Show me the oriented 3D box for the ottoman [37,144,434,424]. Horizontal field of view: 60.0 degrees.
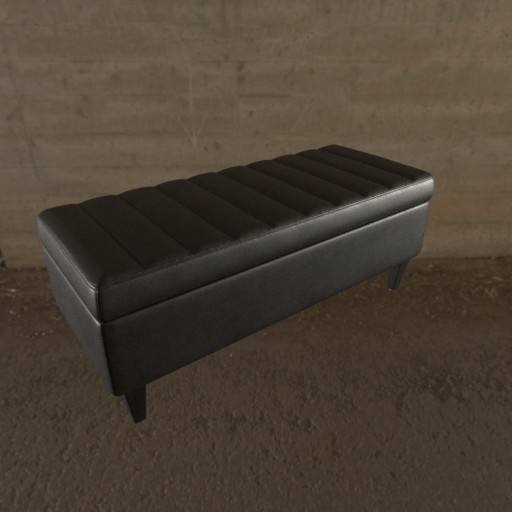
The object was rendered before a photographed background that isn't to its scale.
[{"bbox_3d":[0.000,0.000,1.426,1.151,0.469,0.482,-20,35,-31],"label":"ottoman"}]
